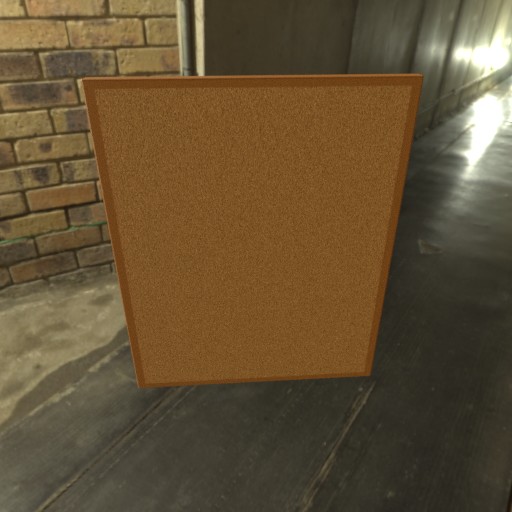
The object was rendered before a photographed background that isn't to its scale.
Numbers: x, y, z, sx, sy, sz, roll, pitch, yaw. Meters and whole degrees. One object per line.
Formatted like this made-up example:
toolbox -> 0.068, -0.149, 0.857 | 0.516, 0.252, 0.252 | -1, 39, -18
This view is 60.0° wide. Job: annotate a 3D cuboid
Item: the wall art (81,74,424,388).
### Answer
wall art -> 0.000, 0.000, 0.499 | 0.310, 0.379, 0.015 | -2, 30, -4
